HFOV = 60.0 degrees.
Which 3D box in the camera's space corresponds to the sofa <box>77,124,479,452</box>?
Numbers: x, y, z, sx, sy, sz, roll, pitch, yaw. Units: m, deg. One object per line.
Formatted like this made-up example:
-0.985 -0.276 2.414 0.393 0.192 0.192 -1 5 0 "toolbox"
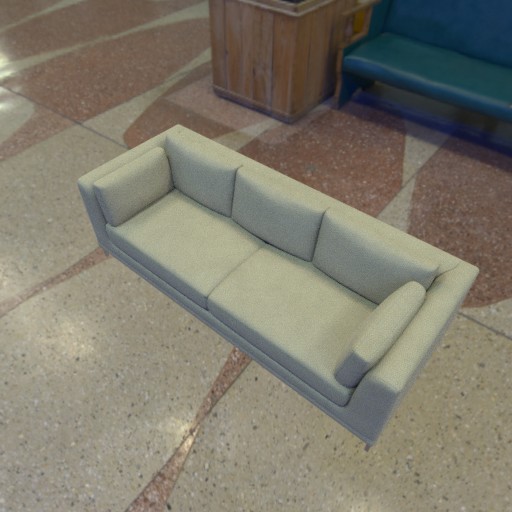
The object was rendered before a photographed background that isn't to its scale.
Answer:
0.000 0.000 2.941 2.415 0.867 0.969 31 54 26 "sofa"
